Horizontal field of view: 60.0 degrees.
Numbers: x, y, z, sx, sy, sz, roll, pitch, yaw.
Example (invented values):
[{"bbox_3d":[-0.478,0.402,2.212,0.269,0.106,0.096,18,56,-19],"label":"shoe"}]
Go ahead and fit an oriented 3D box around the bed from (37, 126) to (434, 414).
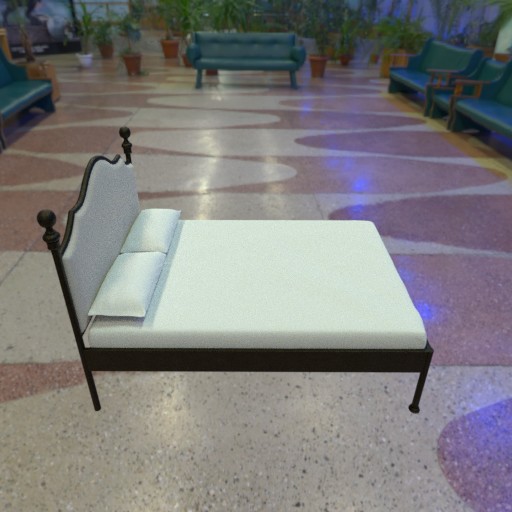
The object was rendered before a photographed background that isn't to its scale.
[{"bbox_3d":[0.000,0.000,3.284,2.224,1.499,1.642,0,31,0],"label":"bed"}]
